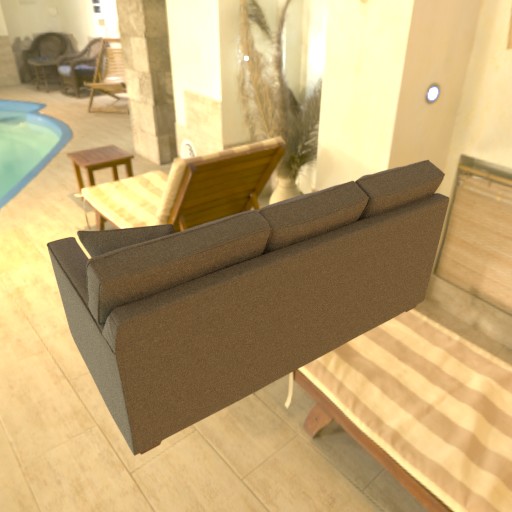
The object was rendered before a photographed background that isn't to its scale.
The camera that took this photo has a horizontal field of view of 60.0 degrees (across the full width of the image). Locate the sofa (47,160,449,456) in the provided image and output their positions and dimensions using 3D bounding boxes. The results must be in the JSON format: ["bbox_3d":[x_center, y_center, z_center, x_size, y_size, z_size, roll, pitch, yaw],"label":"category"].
[{"bbox_3d":[0.000,0.000,2.494,1.963,0.946,1.034,-19,35,-30],"label":"sofa"}]
